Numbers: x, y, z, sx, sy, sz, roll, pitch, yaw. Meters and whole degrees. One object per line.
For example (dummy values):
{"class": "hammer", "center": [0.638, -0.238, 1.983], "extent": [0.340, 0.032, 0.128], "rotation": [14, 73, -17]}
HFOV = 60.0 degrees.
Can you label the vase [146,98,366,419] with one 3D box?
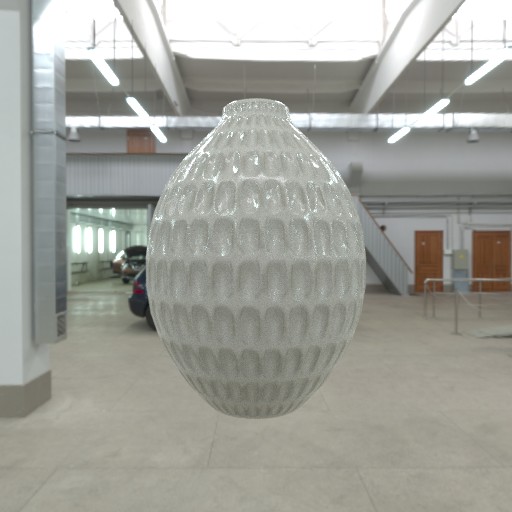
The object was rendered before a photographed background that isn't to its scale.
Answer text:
{"class": "vase", "center": [0.000, 0.000, 0.335], "extent": [0.162, 0.223, 0.162], "rotation": [0, 1, 0]}
